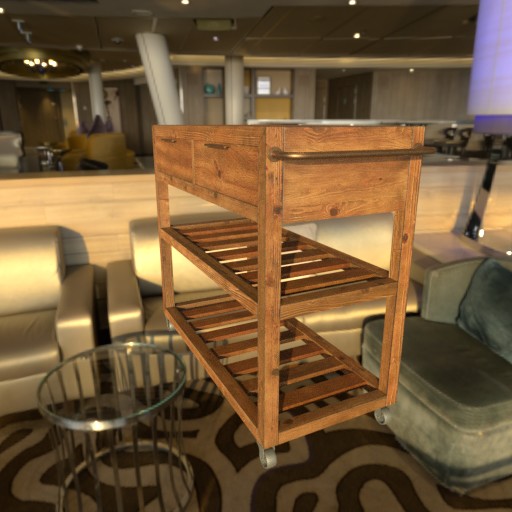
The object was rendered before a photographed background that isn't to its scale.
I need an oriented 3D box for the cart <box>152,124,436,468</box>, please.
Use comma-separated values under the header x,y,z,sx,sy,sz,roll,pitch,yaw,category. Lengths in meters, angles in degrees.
x,y,z,sx,sy,sz,roll,pitch,yaw,category
0.000,0.000,1.468,0.445,0.830,1.065,-8,19,-25,cart
